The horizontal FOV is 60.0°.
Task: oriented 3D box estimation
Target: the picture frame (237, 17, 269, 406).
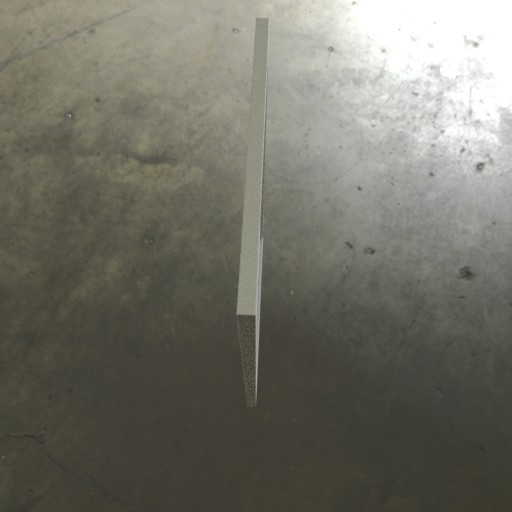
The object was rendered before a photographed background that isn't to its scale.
[{"bbox_3d":[0.000,0.000,0.560,0.013,0.434,0.305,2,64,1],"label":"picture frame"}]
